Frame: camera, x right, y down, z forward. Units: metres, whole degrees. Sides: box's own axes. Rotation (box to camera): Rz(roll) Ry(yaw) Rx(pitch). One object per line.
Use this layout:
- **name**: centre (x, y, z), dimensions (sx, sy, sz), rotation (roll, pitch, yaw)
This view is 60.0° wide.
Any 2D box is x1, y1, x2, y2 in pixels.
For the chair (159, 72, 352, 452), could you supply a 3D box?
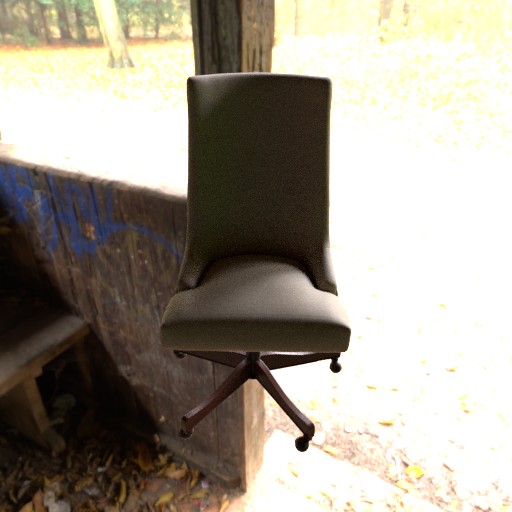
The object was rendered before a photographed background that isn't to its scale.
- **chair**: centre (0.000, 0.000, 1.413), dimensions (0.645, 1.010, 0.696), rotation (1, 30, 1)
